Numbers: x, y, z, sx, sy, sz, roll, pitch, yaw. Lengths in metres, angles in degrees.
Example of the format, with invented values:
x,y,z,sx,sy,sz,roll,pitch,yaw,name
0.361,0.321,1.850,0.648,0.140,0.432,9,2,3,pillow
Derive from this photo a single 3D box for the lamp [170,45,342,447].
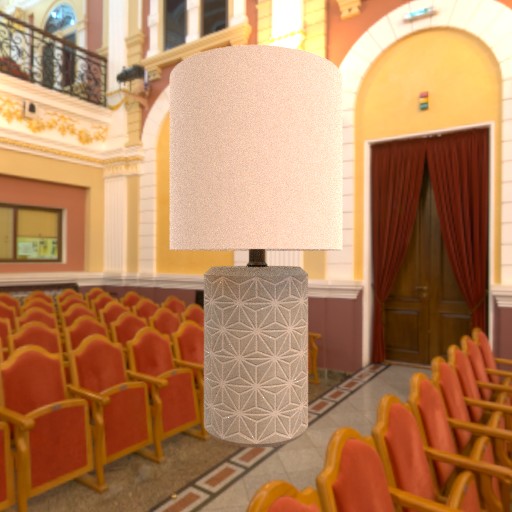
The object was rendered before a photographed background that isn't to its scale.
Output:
x,y,z,sx,sy,sz,roll,pitch,yaw,name
0.000,0.000,0.539,0.206,0.416,0.206,0,0,35,lamp
